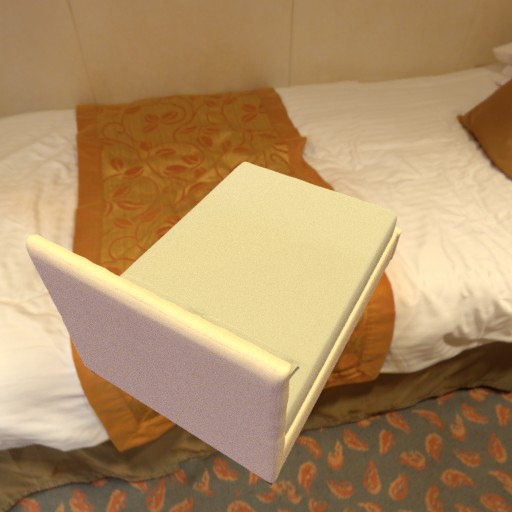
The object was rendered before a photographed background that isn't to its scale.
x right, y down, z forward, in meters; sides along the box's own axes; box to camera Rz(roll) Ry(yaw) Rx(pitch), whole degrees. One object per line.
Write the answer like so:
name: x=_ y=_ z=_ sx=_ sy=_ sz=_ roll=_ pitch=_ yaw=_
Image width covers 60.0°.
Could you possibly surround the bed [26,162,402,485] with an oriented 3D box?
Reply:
bed: x=0.000 y=0.000 z=3.406 sx=1.698 sy=1.427 sz=2.387 roll=23 pitch=50 yaw=21
